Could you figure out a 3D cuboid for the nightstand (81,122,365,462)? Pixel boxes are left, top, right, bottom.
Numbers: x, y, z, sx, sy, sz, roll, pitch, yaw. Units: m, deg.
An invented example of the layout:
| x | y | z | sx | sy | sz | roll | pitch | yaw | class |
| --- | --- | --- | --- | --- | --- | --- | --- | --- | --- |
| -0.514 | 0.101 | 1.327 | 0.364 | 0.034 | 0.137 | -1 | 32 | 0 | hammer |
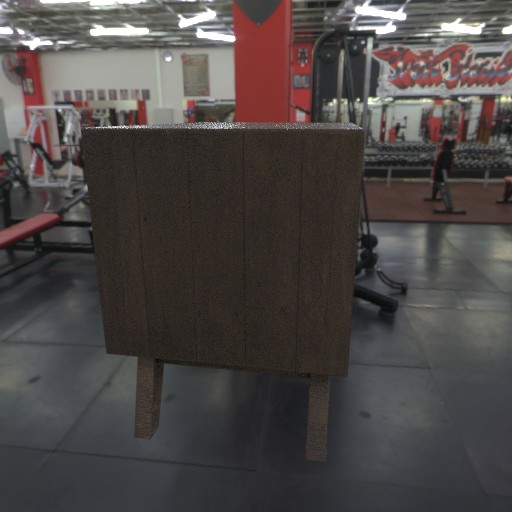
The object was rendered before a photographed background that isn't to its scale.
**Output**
| x | y | z | sx | sy | sz | roll | pitch | yaw | class |
| --- | --- | --- | --- | --- | --- | --- | --- | --- | --- |
| 0.000 | 0.000 | 1.055 | 0.450 | 0.599 | 0.650 | 3 | 18 | 10 | nightstand |
